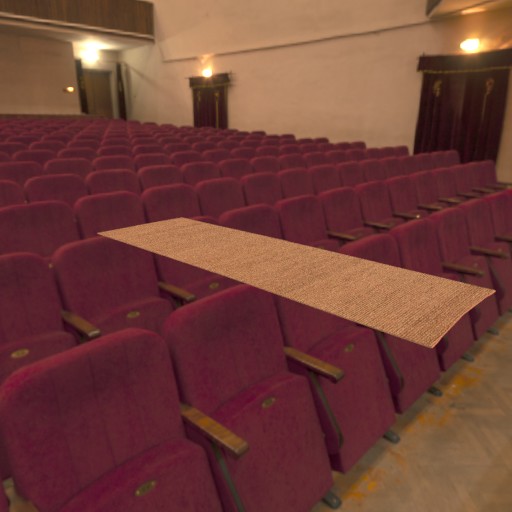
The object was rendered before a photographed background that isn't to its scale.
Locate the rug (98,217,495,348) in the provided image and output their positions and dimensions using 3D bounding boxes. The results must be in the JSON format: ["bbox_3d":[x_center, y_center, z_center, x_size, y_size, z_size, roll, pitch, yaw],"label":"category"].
[{"bbox_3d":[0.000,0.000,2.574,2.390,0.014,0.741,15,23,42],"label":"rug"}]
